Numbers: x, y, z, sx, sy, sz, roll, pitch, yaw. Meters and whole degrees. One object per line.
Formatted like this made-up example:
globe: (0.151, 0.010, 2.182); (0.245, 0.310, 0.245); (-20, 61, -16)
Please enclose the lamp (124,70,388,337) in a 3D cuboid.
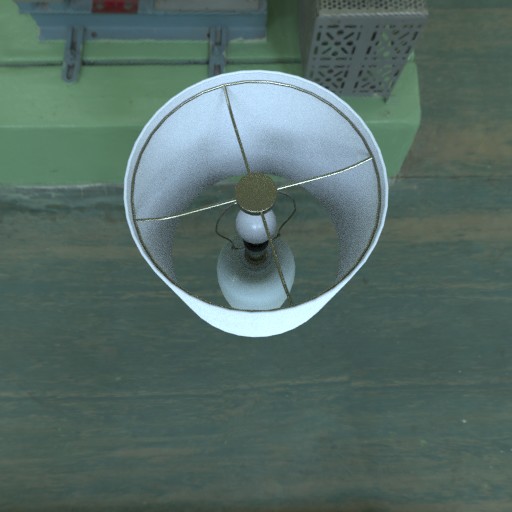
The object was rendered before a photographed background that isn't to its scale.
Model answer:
lamp: (0.000, 0.000, 0.599); (0.220, 0.475, 0.220); (-2, 75, -1)
